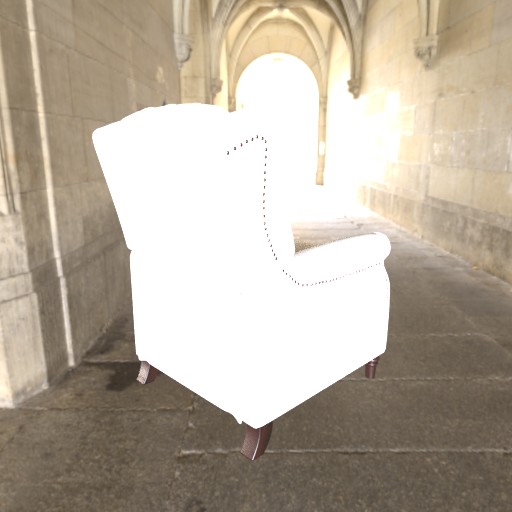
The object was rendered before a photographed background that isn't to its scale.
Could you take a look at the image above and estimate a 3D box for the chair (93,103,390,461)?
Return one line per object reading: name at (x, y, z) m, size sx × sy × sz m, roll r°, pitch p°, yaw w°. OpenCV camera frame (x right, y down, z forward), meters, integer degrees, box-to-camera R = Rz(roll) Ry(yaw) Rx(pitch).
chair at (0.000, 0.000, 1.655) m, size 0.902 × 1.035 × 0.742 m, roll -13°, pitch 19°, yaw -43°
